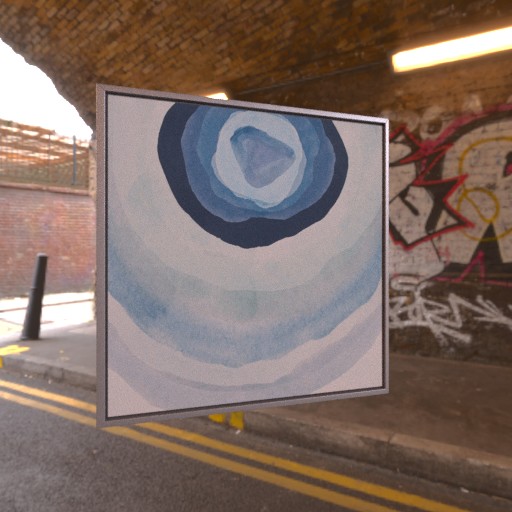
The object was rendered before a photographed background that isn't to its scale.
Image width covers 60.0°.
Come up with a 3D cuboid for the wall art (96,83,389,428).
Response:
[{"bbox_3d":[0.000,0.000,0.515,0.349,0.349,0.028,0,0,-19],"label":"wall art"}]
